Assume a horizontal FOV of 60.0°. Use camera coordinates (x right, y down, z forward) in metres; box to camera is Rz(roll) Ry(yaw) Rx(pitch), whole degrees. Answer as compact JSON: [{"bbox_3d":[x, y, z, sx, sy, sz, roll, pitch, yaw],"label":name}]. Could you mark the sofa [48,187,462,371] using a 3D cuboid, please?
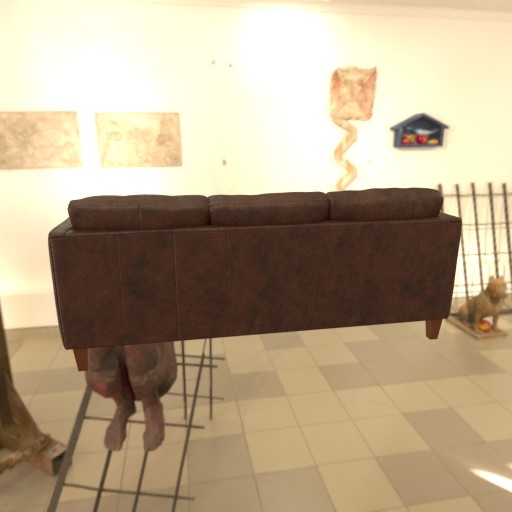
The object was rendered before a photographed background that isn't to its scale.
[{"bbox_3d":[0.000,0.000,3.114,2.464,1.006,1.045,-3,16,-10],"label":"sofa"}]
